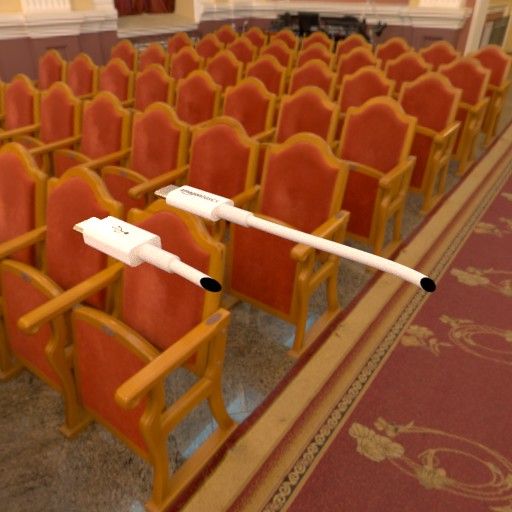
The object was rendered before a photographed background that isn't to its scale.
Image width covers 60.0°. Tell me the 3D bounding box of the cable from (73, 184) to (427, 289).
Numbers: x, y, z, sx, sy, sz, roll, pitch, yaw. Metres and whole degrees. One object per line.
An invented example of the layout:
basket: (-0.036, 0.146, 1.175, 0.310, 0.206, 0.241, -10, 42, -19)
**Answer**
cable: (0.000, 0.000, 0.111, 0.098, 0.006, 0.040, 21, 37, 31)
